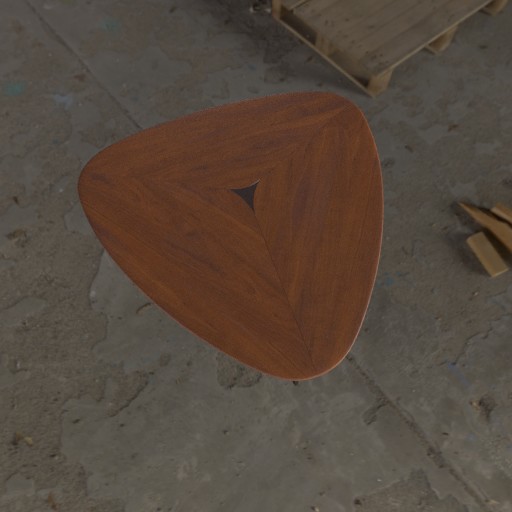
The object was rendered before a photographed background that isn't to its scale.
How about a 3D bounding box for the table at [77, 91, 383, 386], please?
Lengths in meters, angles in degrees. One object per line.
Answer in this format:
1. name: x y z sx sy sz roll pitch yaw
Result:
1. table: 0.000 0.000 1.327 0.833 0.413 0.821 -18 66 -8
